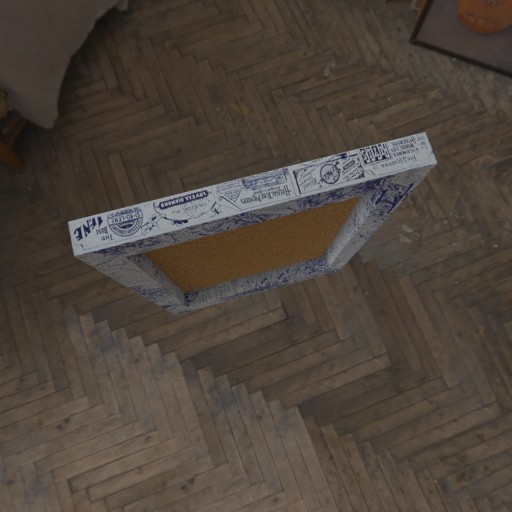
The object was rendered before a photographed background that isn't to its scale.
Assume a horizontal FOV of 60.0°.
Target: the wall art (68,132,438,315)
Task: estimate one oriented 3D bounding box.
[{"bbox_3d":[0.000,0.000,0.485,0.255,0.376,0.025,-15,77,-3],"label":"wall art"}]
